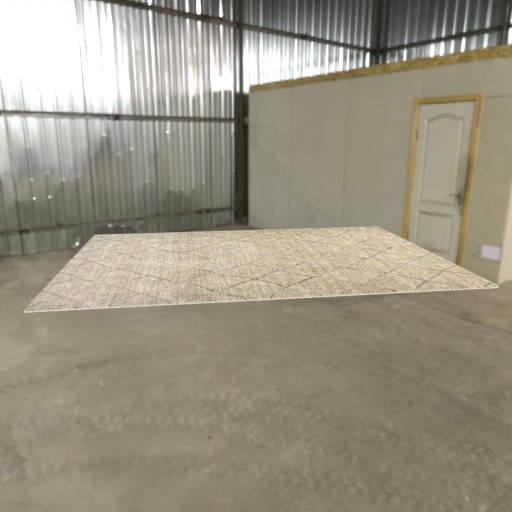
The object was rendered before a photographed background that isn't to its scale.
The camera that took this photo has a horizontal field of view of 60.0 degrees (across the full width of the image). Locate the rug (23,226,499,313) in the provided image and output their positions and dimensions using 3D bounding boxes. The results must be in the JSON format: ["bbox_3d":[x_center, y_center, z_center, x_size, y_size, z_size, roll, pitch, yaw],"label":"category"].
[{"bbox_3d":[0.000,0.000,2.823,2.280,0.015,1.521,-2,16,-8],"label":"rug"}]
